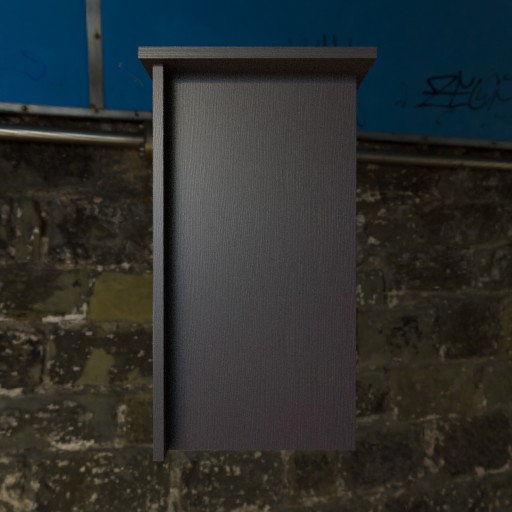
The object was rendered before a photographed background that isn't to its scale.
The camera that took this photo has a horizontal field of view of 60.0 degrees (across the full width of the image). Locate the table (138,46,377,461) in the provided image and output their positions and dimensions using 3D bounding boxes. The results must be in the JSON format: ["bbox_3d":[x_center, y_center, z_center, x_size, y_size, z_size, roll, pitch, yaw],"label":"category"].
[{"bbox_3d":[0.000,0.000,1.046,0.408,0.711,0.589,0,0,0],"label":"table"}]
